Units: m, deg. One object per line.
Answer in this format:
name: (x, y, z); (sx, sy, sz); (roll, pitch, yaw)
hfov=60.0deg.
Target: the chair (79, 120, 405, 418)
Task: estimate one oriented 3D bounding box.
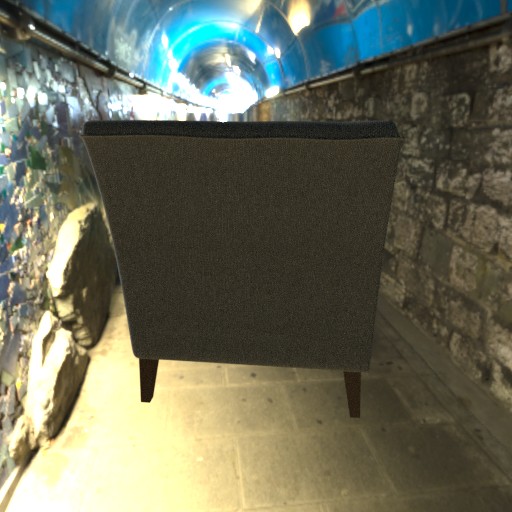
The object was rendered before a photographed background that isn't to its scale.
chair: (0.000, 0.000, 1.567); (0.780, 0.919, 0.899); (2, 17, 6)
